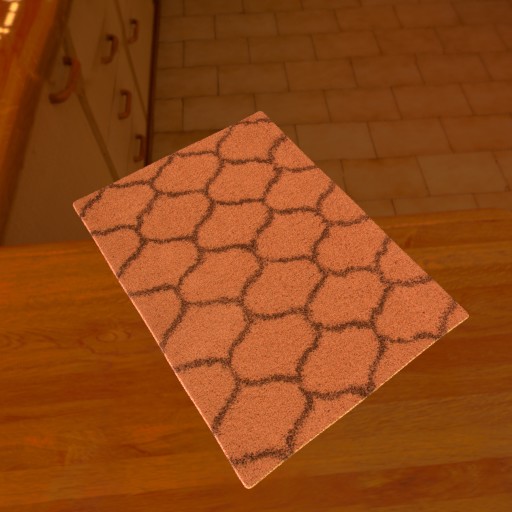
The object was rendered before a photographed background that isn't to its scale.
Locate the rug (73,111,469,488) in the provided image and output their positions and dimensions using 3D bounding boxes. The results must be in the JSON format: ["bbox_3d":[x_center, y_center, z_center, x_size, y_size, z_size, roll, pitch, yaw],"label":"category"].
[{"bbox_3d":[0.000,0.000,2.128,1.200,0.025,1.600,-31,64,-17],"label":"rug"}]
